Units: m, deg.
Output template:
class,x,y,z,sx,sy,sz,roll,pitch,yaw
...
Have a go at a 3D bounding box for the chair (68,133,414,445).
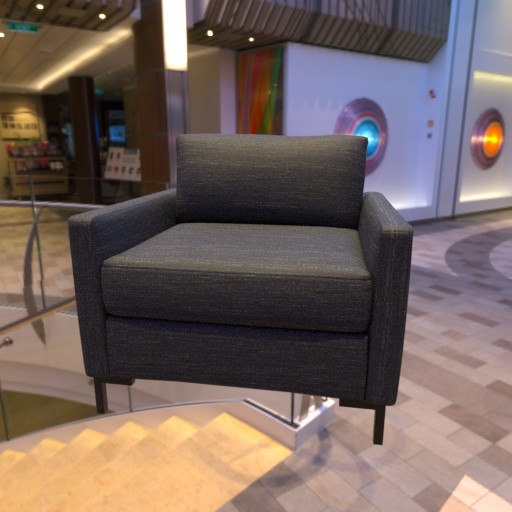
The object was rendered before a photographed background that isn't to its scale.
class,x,y,z,sx,sy,sz,roll,pitch,yaw
chair,0.000,0.000,1.596,0.963,0.861,0.866,3,15,10
